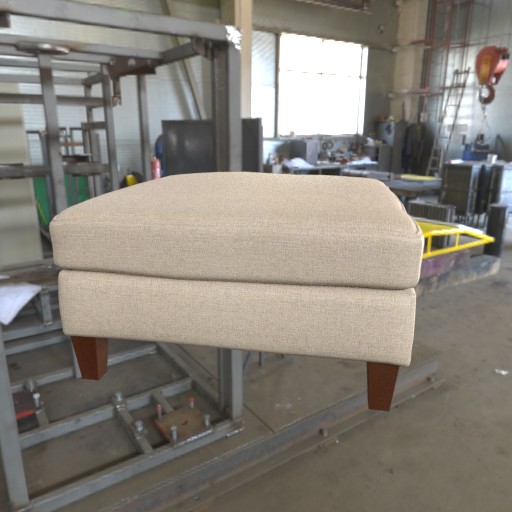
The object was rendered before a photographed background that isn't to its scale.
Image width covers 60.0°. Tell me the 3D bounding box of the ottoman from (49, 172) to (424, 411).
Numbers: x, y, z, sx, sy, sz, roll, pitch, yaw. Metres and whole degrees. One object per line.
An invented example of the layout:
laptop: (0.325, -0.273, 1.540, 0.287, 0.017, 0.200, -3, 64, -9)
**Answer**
ottoman: (0.000, 0.000, 1.370, 0.838, 0.481, 0.838, 3, 16, 10)
